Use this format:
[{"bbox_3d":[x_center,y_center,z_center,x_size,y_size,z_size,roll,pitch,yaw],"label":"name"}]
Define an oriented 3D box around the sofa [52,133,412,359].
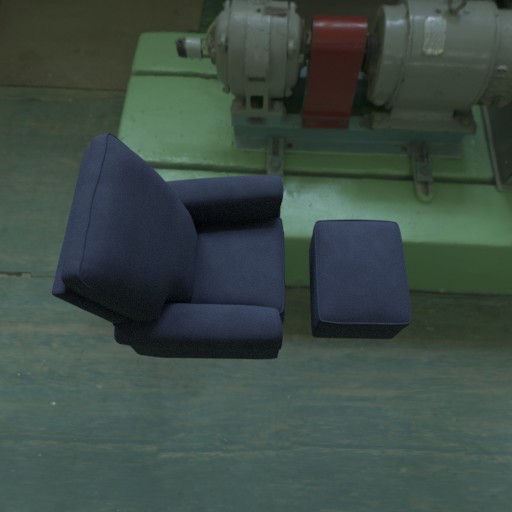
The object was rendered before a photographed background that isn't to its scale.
[{"bbox_3d":[0.000,0.000,2.061,1.478,0.959,0.880,1,65,0],"label":"sofa"}]
